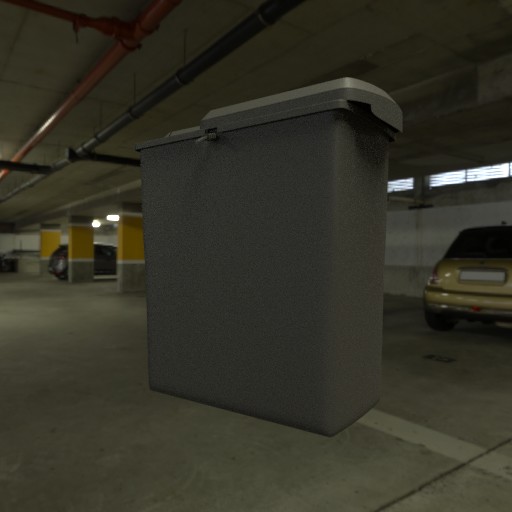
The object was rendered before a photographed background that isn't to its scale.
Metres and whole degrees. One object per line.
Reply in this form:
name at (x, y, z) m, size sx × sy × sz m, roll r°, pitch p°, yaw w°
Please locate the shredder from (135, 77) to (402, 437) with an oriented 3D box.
shredder at (0.000, 0.000, 0.518) m, size 0.320 × 0.335 × 0.170 m, roll 0°, pitch 0°, yaw 35°
